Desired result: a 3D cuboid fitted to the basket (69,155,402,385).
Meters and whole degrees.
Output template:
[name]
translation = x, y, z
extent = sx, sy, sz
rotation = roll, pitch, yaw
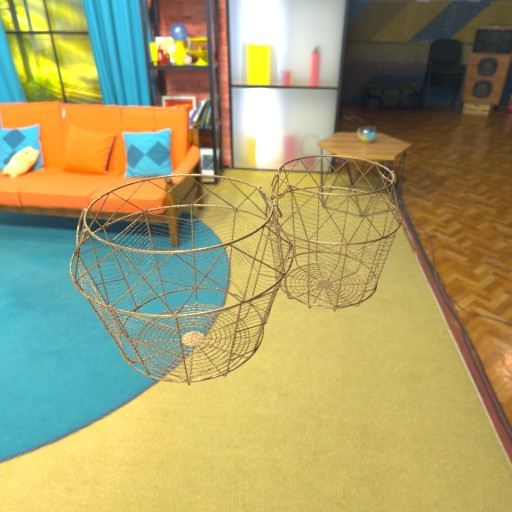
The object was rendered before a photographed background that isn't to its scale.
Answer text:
[basket]
translation = 0.000, 0.000, 1.041
extent = 0.805, 0.343, 0.451
rotation = -19, 35, -29
